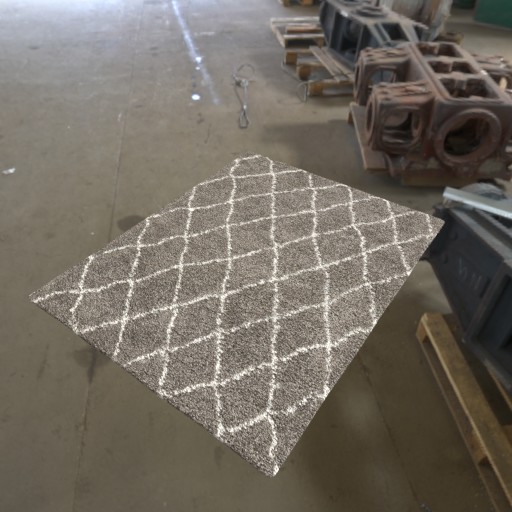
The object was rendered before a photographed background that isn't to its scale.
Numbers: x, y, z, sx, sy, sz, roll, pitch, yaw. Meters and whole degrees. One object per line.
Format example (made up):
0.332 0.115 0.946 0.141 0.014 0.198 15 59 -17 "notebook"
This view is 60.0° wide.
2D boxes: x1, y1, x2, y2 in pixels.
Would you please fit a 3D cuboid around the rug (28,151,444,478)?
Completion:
0.000 0.000 4.018 2.438 0.029 3.047 26 48 26 "rug"
